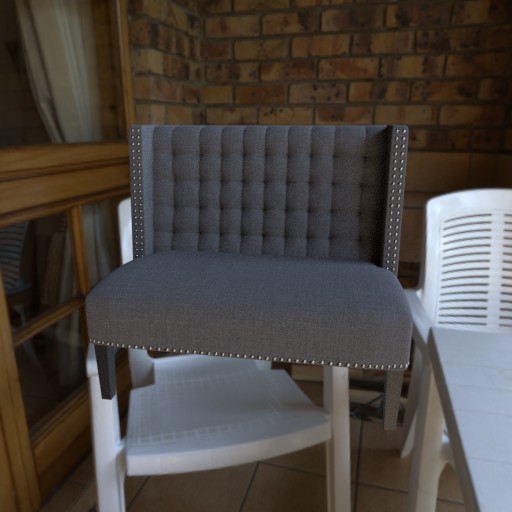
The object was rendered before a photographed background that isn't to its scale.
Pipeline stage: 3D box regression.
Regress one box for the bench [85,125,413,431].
[{"bbox_3d":[0.000,0.000,1.983,1.276,1.121,0.842,3,17,9],"label":"bench"}]
